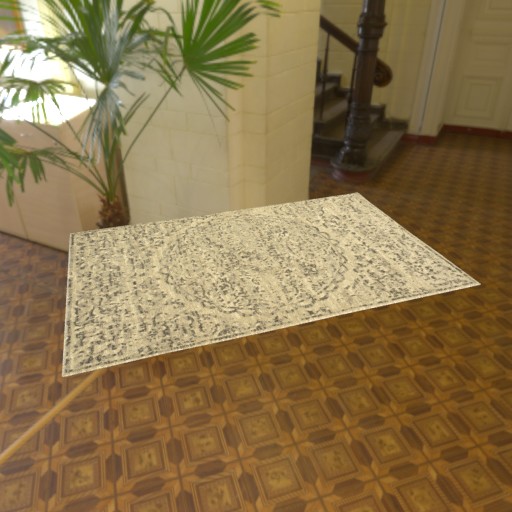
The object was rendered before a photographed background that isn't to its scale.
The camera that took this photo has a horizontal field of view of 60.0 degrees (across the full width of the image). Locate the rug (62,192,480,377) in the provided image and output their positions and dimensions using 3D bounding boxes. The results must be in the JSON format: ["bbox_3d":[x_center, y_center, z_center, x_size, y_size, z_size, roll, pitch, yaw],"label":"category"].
[{"bbox_3d":[0.000,0.000,3.053,2.447,0.021,1.527,-10,32,-16],"label":"rug"}]
